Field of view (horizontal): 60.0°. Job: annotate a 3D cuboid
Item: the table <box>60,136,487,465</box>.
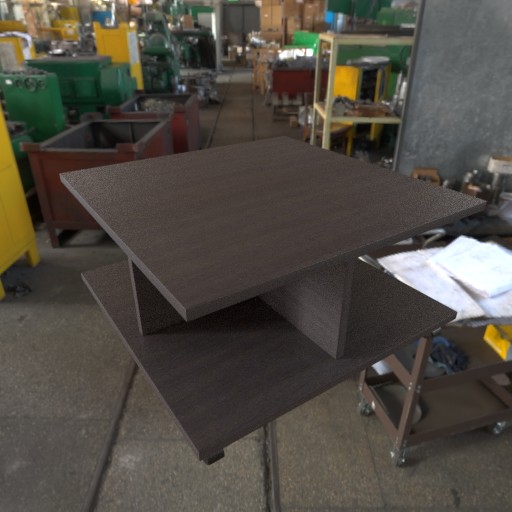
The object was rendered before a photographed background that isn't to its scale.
[{"bbox_3d":[0.000,0.000,1.197,0.762,0.396,0.762,-18,33,-30],"label":"table"}]
